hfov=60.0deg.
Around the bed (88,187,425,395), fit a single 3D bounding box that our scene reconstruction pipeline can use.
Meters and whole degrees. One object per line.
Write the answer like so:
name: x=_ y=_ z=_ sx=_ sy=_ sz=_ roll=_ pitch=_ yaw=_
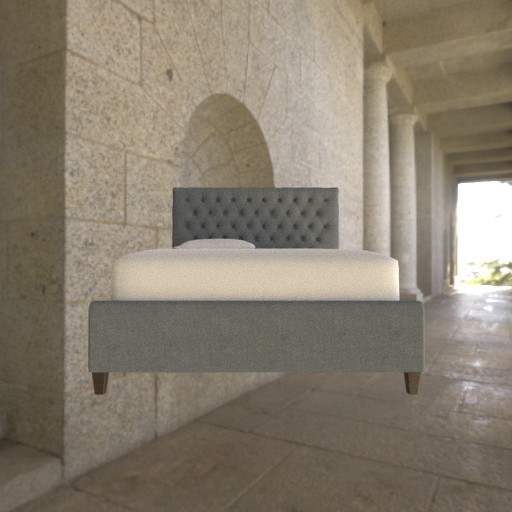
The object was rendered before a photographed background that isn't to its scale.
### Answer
bed: x=0.000 y=0.000 z=3.371 sx=1.698 sy=1.411 sz=2.335 roll=0 pitch=0 yaw=0
